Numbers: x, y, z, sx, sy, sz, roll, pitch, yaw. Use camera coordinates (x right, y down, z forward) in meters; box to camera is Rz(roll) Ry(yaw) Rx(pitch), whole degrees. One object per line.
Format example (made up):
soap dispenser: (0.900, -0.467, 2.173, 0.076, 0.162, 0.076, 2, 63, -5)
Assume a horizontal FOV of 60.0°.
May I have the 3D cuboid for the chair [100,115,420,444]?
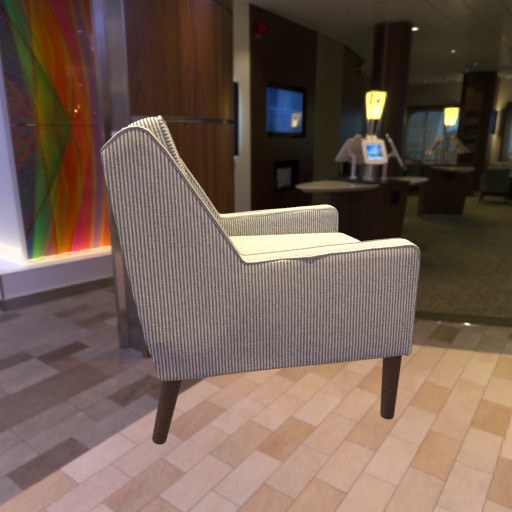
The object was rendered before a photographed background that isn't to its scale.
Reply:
chair: (0.000, 0.000, 1.328, 0.743, 0.792, 0.663, -3, 15, -9)
